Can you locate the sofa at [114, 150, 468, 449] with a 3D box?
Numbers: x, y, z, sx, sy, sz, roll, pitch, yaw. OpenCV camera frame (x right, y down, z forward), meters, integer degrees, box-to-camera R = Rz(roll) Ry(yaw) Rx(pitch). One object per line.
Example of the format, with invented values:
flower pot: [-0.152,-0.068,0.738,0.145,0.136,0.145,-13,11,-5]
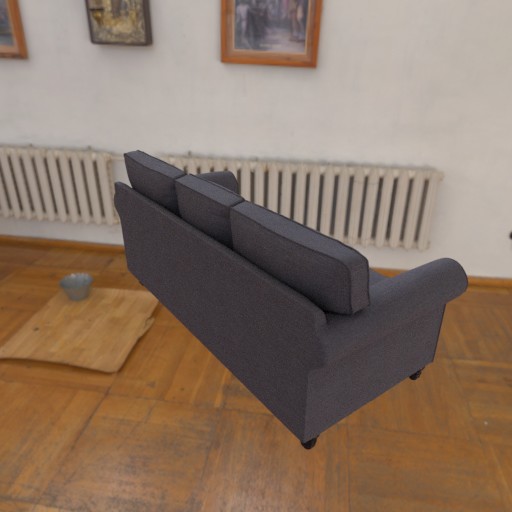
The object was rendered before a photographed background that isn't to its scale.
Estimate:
sofa: [0.000,0.000,2.575,0.909,0.966,2.084,-18,31,-32]
